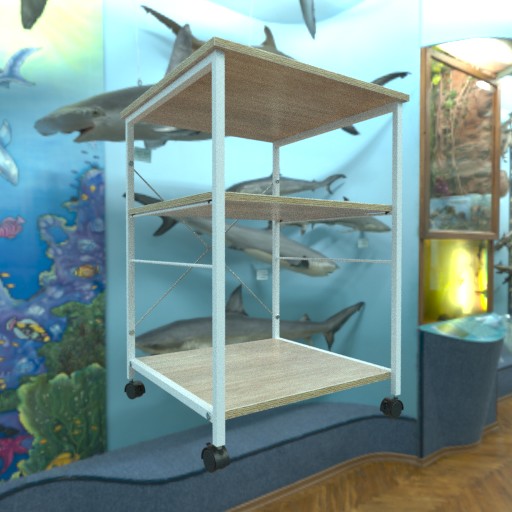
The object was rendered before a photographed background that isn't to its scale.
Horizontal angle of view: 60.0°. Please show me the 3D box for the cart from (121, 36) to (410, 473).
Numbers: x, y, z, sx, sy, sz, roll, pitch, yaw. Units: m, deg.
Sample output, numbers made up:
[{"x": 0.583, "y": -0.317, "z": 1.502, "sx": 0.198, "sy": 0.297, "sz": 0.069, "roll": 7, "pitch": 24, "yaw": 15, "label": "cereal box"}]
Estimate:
[{"x": 0.000, "y": 0.000, "z": 1.119, "sx": 0.521, "sy": 0.762, "sz": 0.520, "roll": -1, "pitch": 1, "yaw": -34, "label": "cart"}]
